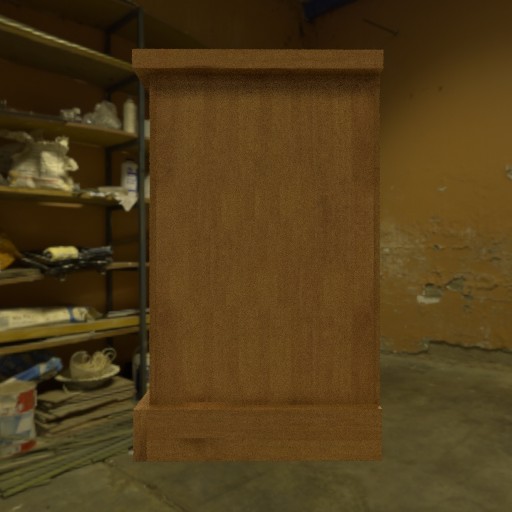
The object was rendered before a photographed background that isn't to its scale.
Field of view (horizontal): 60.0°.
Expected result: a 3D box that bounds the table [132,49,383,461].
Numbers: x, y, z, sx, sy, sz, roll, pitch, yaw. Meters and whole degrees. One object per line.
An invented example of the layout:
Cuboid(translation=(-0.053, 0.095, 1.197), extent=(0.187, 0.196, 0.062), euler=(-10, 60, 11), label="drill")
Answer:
Cuboid(translation=(0.000, 0.000, 1.203), extent=(0.500, 0.813, 0.660), euler=(0, 0, 0), label="table")
